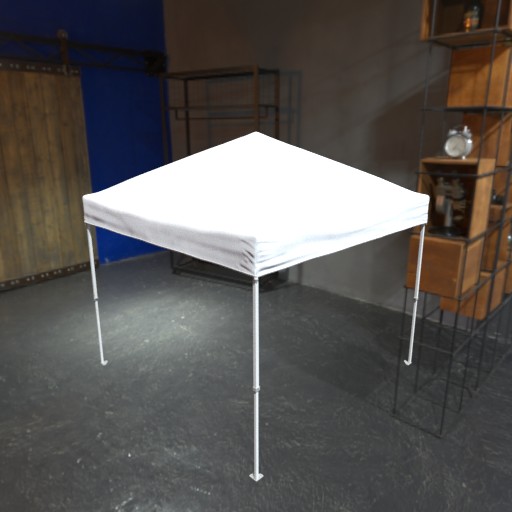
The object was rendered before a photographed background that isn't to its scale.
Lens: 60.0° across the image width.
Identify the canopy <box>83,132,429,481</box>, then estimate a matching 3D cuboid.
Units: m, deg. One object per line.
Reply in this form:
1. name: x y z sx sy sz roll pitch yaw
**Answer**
1. canopy: 0.000 0.000 5.558 2.996 2.997 2.998 15 22 43
